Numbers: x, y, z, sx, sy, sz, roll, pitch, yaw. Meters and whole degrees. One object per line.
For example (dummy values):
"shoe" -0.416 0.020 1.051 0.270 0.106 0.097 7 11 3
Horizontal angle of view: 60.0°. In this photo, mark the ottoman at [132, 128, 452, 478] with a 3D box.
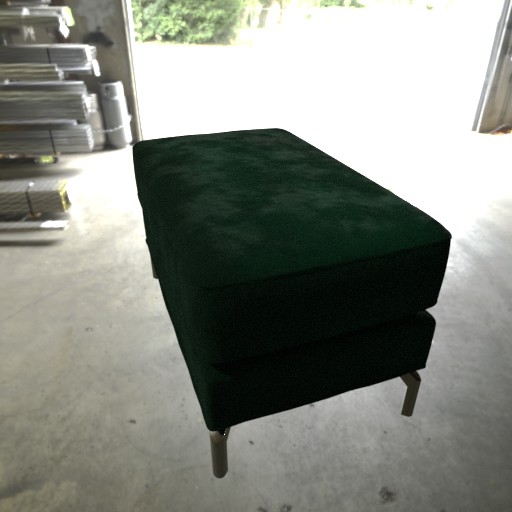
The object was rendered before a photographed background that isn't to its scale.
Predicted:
"ottoman" 0.000 0.000 1.238 0.536 0.533 0.886 -11 32 -17
